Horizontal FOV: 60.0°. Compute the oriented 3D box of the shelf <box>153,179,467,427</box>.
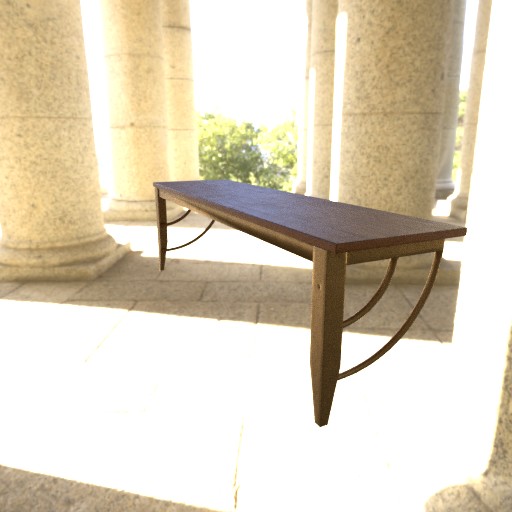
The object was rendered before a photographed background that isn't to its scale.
[{"bbox_3d":[0.000,0.000,0.716,0.166,0.190,0.636,-7,16,-26],"label":"shelf"}]
